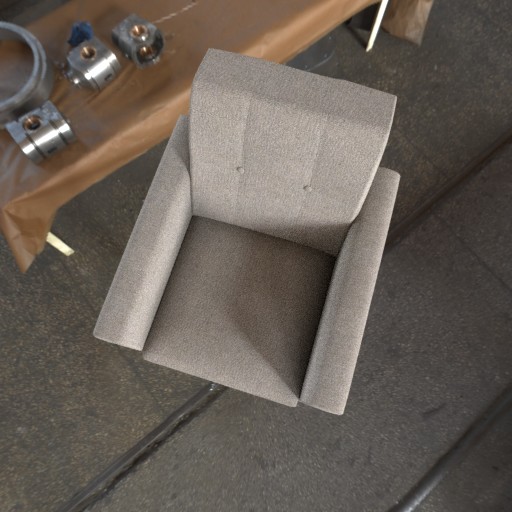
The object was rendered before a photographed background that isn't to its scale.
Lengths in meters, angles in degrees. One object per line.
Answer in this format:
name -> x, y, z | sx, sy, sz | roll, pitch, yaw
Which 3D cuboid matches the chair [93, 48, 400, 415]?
chair -> 0.000, 0.000, 1.632 | 0.845, 0.968, 0.942 | 16, 75, 5
